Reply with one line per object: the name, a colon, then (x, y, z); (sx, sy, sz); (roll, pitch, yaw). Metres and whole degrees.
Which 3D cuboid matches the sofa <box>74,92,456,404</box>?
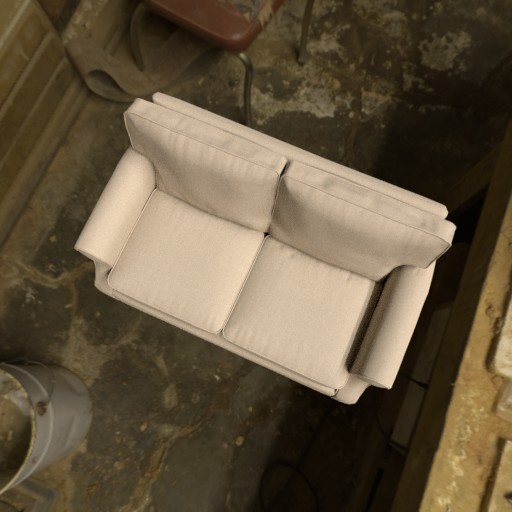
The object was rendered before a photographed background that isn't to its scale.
sofa: (0.000, 0.000, 2.269); (1.665, 0.937, 0.964); (23, 76, 6)
